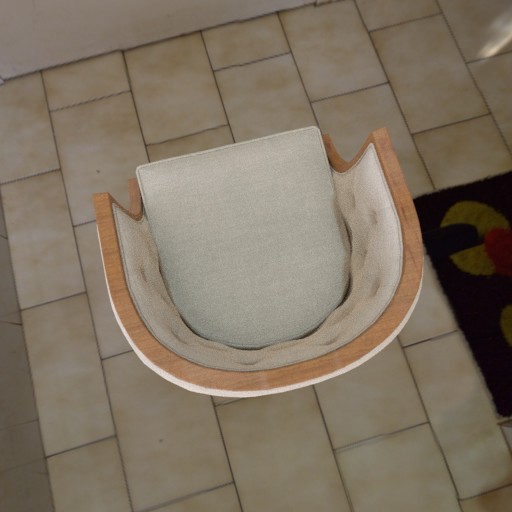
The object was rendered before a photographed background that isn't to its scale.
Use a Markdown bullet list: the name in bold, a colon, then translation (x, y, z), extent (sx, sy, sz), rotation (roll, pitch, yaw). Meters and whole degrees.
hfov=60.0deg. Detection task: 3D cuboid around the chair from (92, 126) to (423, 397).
- **chair**: translation (0.000, 0.000, 1.338), extent (0.711, 0.775, 0.757), rotation (-14, 76, -3)
